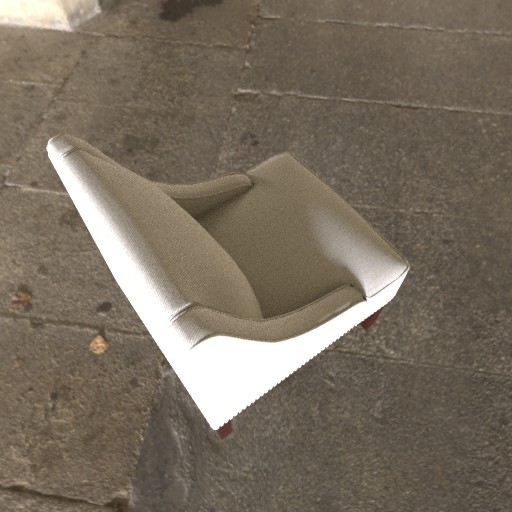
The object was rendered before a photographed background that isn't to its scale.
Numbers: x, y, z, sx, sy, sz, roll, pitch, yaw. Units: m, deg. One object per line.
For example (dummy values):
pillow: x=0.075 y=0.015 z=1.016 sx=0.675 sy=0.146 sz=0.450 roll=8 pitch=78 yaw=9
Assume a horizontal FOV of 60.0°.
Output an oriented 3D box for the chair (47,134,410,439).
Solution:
chair: x=0.000 y=0.000 z=1.341 sx=0.748 sy=0.872 sz=0.628 roll=-32 pitch=63 yaw=-19
